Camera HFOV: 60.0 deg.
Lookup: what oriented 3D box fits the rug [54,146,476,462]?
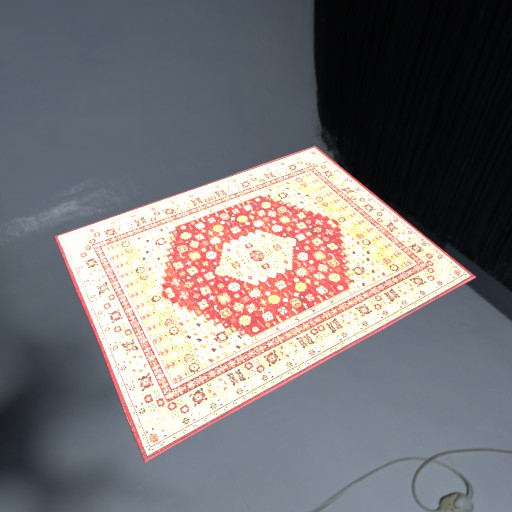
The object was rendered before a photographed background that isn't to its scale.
[{"bbox_3d":[0.000,0.000,4.044,3.053,0.013,2.387,-23,51,-20],"label":"rug"}]
